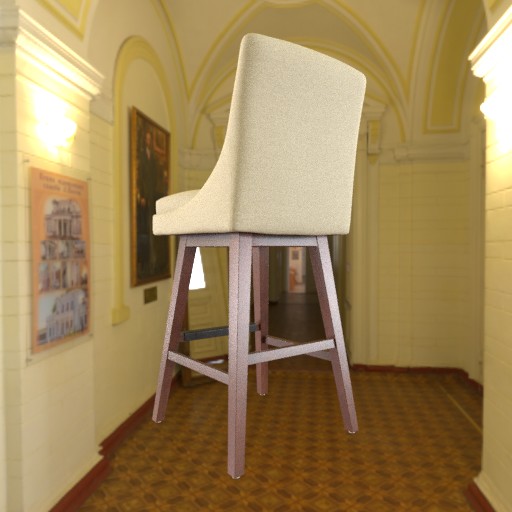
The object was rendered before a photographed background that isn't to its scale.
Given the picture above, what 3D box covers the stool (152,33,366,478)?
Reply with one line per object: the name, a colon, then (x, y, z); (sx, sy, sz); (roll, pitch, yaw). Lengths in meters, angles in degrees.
stool: (0.000, 0.000, 1.397); (0.470, 1.097, 0.559); (-1, 1, -38)
